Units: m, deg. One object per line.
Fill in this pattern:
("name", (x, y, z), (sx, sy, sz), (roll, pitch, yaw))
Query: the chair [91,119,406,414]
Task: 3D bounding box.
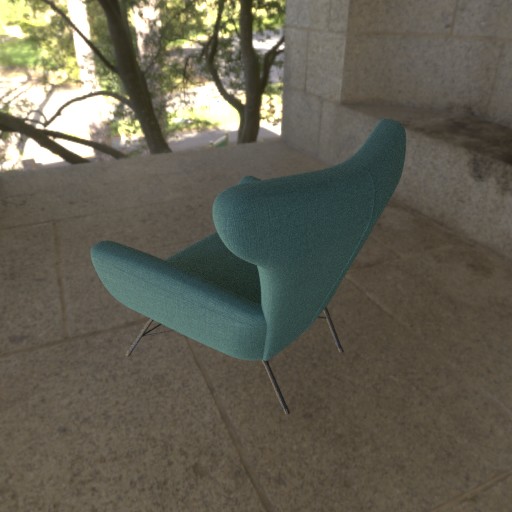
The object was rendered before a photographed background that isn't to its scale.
("chair", (0.000, 0.000, 1.758), (0.900, 0.980, 1.050), (21, 36, 31))
